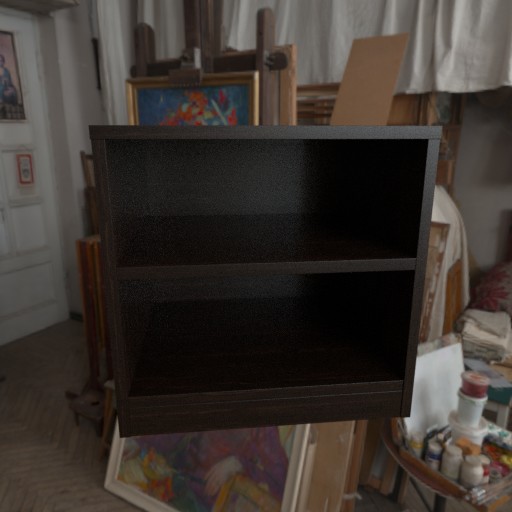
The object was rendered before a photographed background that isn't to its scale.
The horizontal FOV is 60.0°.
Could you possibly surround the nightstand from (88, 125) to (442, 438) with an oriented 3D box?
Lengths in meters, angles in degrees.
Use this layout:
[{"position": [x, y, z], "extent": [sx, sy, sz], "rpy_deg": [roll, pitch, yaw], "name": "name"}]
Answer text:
[{"position": [0.000, 0.000, 0.874], "extent": [0.489, 0.487, 0.427], "rpy_deg": [-2, 16, -6], "name": "nightstand"}]
